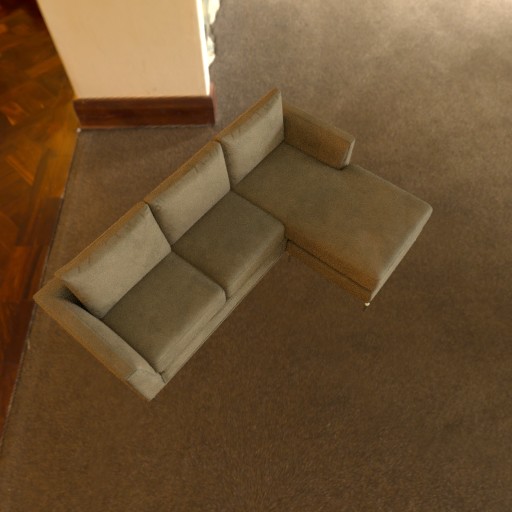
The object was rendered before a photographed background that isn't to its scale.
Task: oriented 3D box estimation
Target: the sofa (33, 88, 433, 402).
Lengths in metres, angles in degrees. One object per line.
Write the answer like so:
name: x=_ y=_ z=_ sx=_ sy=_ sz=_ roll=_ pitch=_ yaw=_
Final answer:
sofa: x=0.000 y=0.000 z=3.185 sx=1.622 sy=0.987 sz=2.438 roll=34 pitch=64 yaw=19
